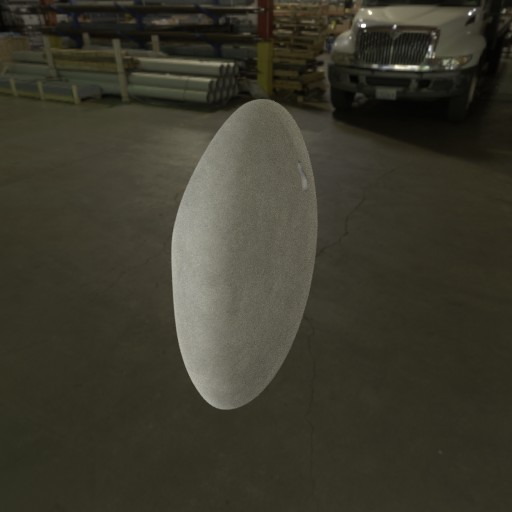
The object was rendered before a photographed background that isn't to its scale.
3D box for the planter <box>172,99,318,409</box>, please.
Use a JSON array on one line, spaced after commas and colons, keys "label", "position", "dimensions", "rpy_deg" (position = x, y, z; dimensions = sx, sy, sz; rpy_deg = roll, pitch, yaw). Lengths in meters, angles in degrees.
[{"label": "planter", "position": [0.000, 0.000, 0.282], "dimensions": [0.071, 0.188, 0.185], "rpy_deg": [8, 31, 14]}]
